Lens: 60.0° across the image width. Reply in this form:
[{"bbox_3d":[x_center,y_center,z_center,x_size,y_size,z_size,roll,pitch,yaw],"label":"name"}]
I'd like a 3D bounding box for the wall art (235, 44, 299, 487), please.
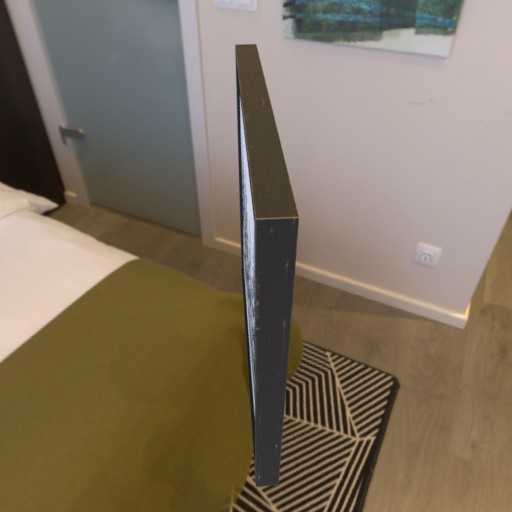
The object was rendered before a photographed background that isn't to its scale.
[{"bbox_3d":[0.000,0.000,0.715,0.036,0.506,0.506,-3,40,-3],"label":"wall art"}]
